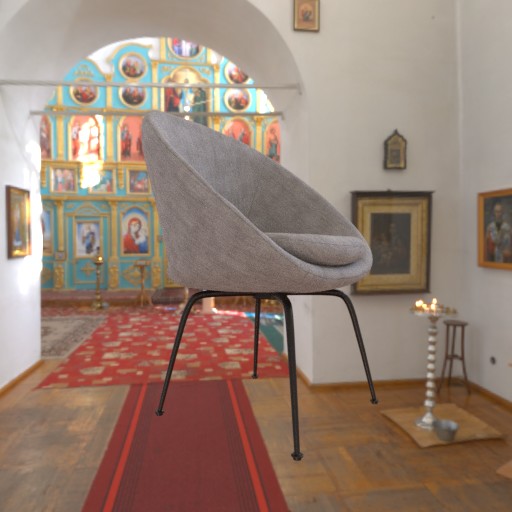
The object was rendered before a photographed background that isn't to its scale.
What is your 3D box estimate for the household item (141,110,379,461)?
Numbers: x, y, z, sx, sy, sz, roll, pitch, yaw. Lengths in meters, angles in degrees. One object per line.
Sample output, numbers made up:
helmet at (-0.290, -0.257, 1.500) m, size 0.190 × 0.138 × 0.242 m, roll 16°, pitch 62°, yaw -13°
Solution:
household item at (0.000, 0.000, 1.279) m, size 0.587 × 0.869 × 0.643 m, roll 0°, pitch 1°, yaw 36°
